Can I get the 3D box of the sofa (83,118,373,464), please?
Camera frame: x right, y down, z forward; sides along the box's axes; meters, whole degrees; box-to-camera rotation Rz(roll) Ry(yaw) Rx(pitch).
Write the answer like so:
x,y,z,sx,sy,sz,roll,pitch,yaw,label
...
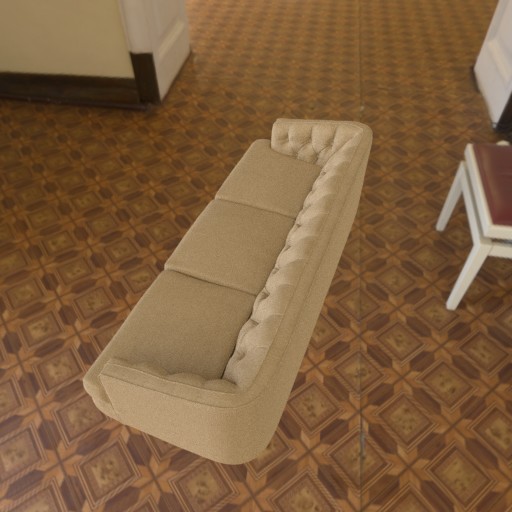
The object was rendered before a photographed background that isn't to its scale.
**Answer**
x,y,z,sx,sy,sz,roll,pitch,yaw,label
0.000,0.000,2.693,0.913,0.788,2.235,16,50,15,sofa
